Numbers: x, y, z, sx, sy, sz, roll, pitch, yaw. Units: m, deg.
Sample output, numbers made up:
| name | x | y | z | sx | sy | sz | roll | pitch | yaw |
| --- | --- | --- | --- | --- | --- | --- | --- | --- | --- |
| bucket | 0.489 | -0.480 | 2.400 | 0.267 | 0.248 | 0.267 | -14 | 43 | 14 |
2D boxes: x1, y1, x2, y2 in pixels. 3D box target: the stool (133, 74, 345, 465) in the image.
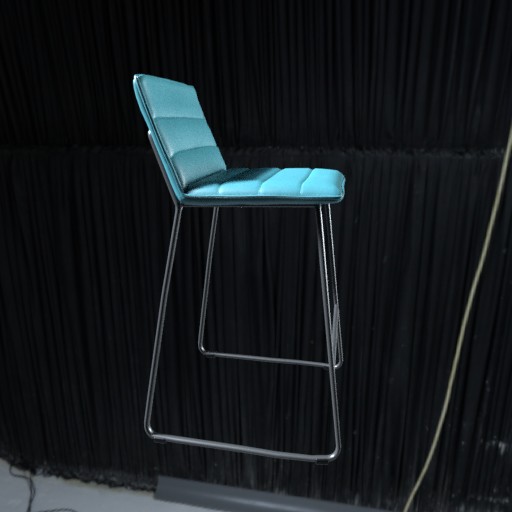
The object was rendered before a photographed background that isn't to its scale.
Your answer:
| name | x | y | z | sx | sy | sz | roll | pitch | yaw |
| --- | --- | --- | --- | --- | --- | --- | --- | --- | --- |
| stool | 0.000 | 0.000 | 1.249 | 0.524 | 0.936 | 0.489 | 3 | 17 | 11 |
